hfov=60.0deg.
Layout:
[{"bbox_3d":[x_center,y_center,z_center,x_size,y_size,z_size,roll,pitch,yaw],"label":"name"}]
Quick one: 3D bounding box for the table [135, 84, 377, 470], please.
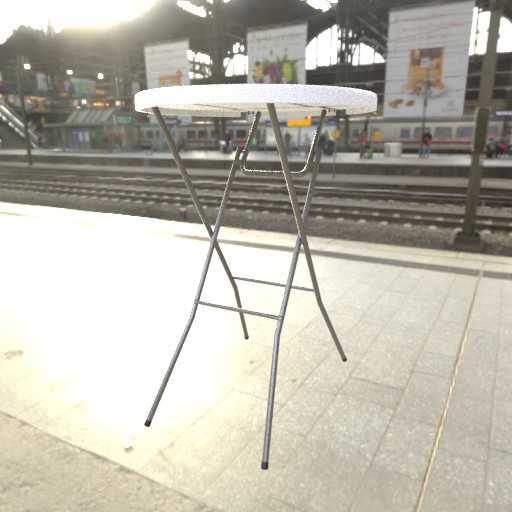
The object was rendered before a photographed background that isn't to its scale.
[{"bbox_3d":[0.000,0.000,1.636,0.792,1.105,0.795,7,17,26],"label":"table"}]
